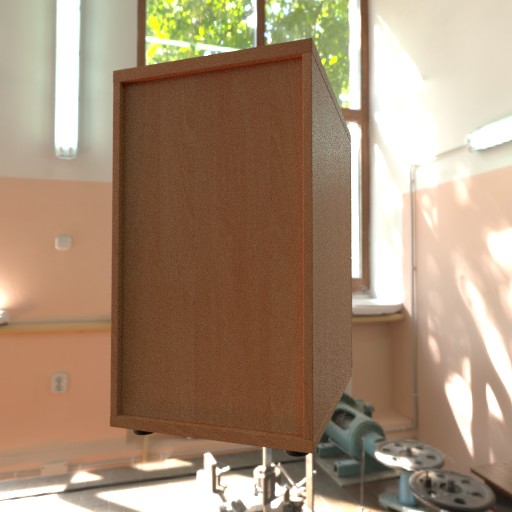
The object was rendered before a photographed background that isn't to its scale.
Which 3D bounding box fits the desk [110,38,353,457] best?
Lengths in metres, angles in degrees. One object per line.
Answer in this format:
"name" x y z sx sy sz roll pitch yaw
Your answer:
"desk" 0.000 0.000 1.098 0.404 0.730 0.600 -1 -2 19
